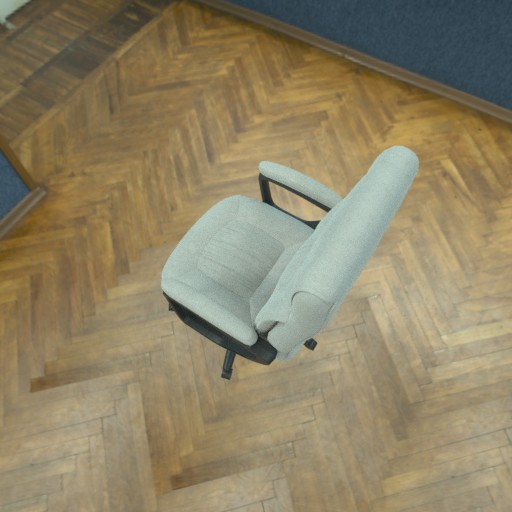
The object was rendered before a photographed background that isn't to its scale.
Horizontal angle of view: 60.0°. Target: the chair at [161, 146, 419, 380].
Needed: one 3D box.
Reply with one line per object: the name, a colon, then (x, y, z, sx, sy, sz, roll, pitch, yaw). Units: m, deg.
chair: (0.000, 0.000, 1.570, 0.724, 1.105, 0.667, 30, 66, 15)
